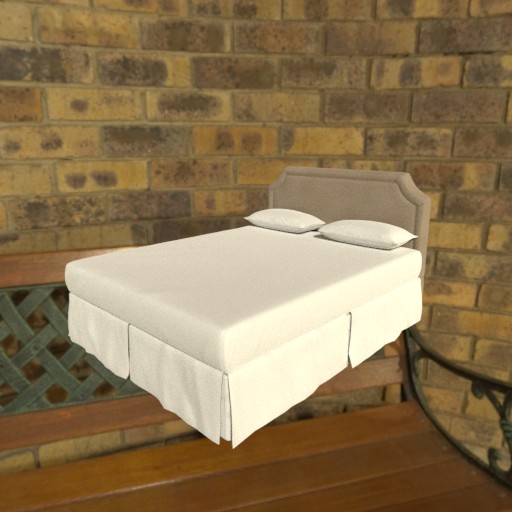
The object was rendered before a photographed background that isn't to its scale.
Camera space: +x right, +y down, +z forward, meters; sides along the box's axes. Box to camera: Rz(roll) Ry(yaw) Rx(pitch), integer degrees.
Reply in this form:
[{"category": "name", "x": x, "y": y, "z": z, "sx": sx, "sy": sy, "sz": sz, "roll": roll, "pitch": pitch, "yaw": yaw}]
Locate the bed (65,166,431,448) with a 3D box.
[{"category": "bed", "x": 0.000, "y": 0.000, "z": 3.647, "sx": 1.977, "sy": 1.293, "sz": 2.498, "roll": 14, "pitch": 20, "yaw": 42}]
